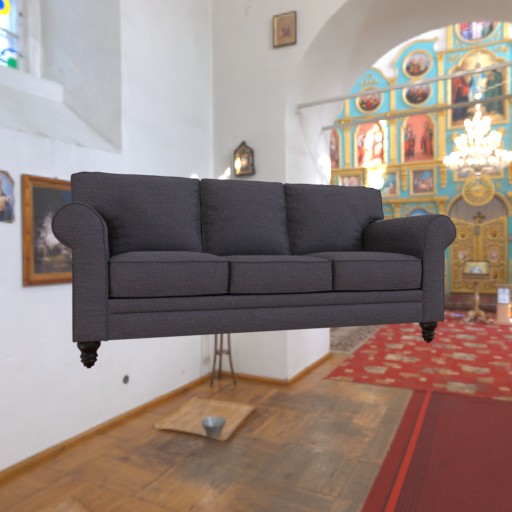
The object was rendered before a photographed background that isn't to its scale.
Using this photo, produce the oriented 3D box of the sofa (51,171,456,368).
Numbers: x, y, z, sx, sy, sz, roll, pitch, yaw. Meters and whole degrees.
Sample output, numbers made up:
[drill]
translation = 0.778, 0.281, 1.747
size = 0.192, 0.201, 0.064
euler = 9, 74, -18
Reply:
[sofa]
translation = 0.000, 0.000, 2.554
size = 2.084, 0.966, 0.909
euler = 0, 0, -18
